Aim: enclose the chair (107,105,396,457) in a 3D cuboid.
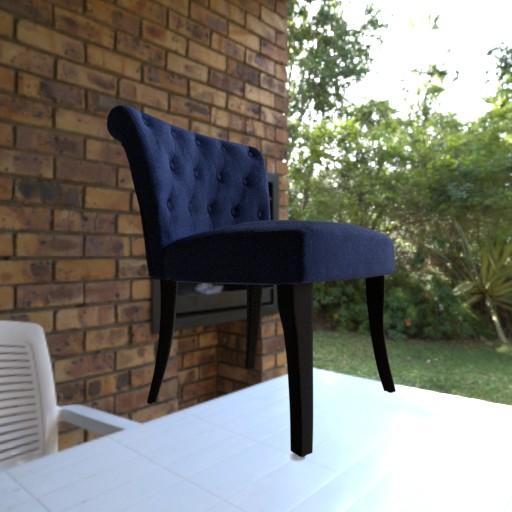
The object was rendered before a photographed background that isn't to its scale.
[{"bbox_3d":[0.000,0.000,1.194,0.606,0.753,0.585,0,0,36],"label":"chair"}]
